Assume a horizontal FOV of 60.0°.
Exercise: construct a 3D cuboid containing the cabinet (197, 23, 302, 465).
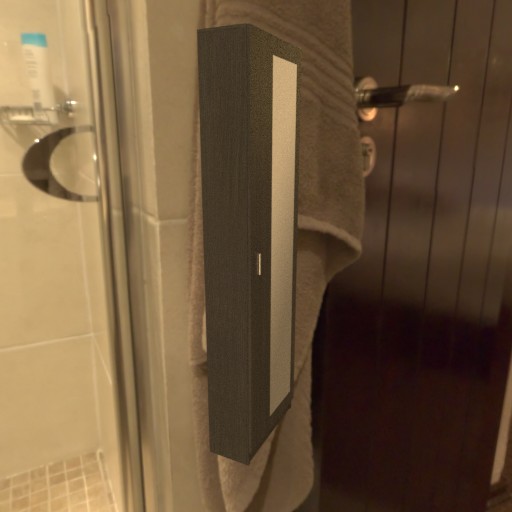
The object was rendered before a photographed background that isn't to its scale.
[{"bbox_3d":[0.000,0.000,2.003,0.230,1.790,0.500,7,16,26],"label":"cabinet"}]
